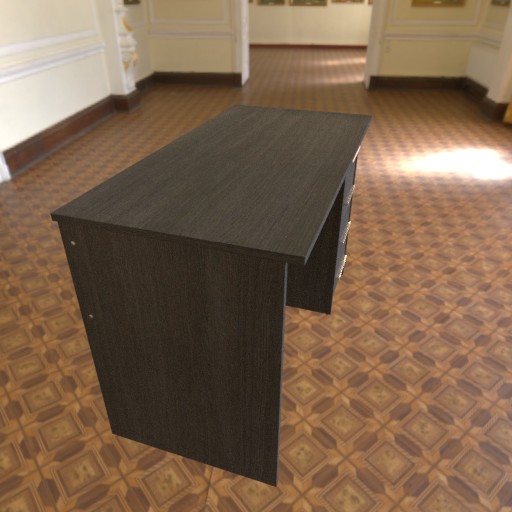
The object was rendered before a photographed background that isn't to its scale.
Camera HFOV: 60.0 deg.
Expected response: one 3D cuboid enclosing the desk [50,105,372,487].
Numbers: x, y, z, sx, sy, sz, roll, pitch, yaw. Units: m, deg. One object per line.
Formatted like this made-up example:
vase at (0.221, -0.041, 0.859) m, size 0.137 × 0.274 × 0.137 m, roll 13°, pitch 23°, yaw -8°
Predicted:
desk at (0.000, 0.000, 1.504) m, size 0.560 × 0.730 × 1.096 m, roll 10°, pitch 33°, yaw 16°
